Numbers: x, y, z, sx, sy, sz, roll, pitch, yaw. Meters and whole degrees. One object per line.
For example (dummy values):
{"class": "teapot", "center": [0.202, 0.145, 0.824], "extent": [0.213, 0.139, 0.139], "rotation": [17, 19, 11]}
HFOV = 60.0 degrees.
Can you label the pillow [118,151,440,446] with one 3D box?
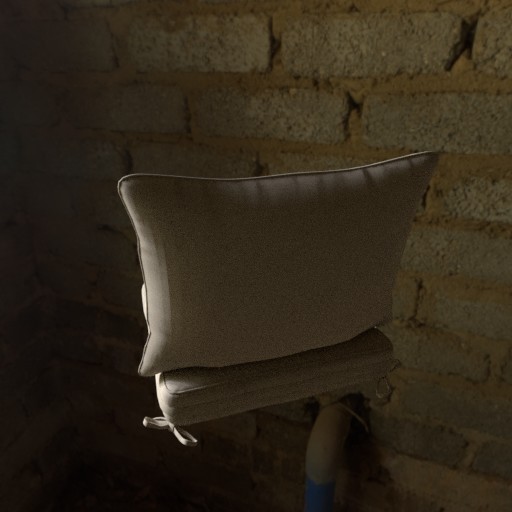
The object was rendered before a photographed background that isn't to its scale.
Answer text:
{"class": "pillow", "center": [0.000, 0.000, 1.370], "extent": [0.798, 0.716, 0.733], "rotation": [-8, 27, -16]}
